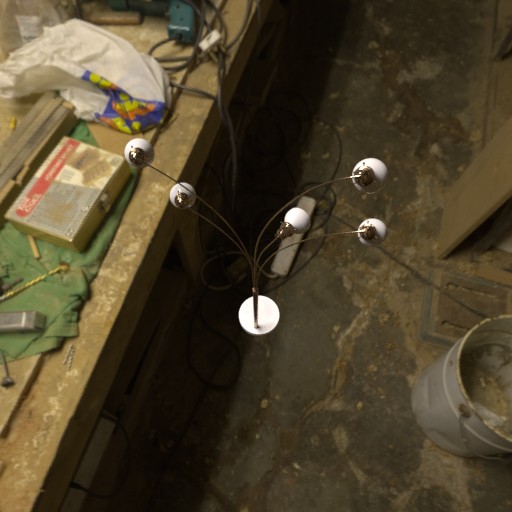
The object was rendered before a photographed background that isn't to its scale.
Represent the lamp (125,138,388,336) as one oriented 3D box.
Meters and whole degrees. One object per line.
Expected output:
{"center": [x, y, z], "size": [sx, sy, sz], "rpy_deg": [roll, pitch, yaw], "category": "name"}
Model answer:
{"center": [0.000, 0.000, 2.912], "size": [1.405, 2.423, 0.361], "rpy_deg": [16, 65, 8], "category": "lamp"}
